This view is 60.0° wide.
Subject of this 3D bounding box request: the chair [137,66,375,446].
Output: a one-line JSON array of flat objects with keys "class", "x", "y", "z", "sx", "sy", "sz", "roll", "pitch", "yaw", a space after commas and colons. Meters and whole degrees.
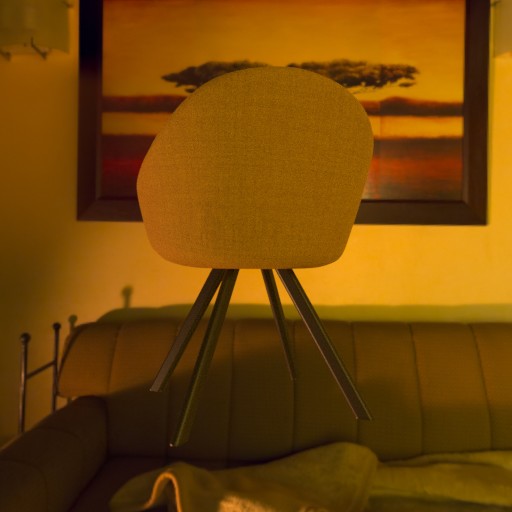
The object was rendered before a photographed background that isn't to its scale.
[{"class": "chair", "x": 0.000, "y": 0.000, "z": 1.169, "sx": 0.590, "sy": 0.795, "sz": 0.550, "roll": 0, "pitch": -1, "yaw": -19}]
